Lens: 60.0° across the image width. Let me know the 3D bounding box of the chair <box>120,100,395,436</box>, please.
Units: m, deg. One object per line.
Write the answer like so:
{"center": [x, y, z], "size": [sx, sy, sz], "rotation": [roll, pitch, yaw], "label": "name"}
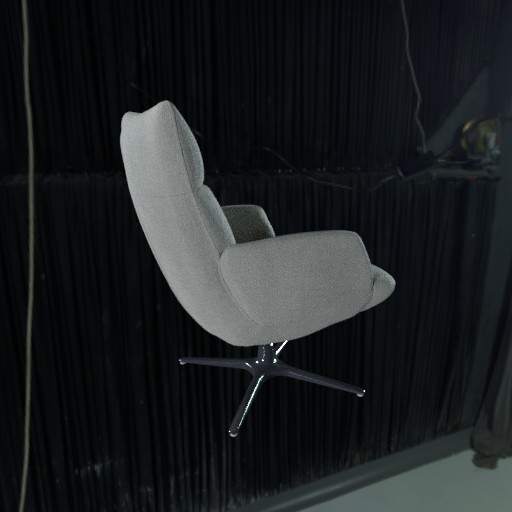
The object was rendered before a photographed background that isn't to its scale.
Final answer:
{"center": [0.000, 0.000, 1.630], "size": [0.889, 1.016, 0.711], "rotation": [-7, 16, -26], "label": "chair"}
